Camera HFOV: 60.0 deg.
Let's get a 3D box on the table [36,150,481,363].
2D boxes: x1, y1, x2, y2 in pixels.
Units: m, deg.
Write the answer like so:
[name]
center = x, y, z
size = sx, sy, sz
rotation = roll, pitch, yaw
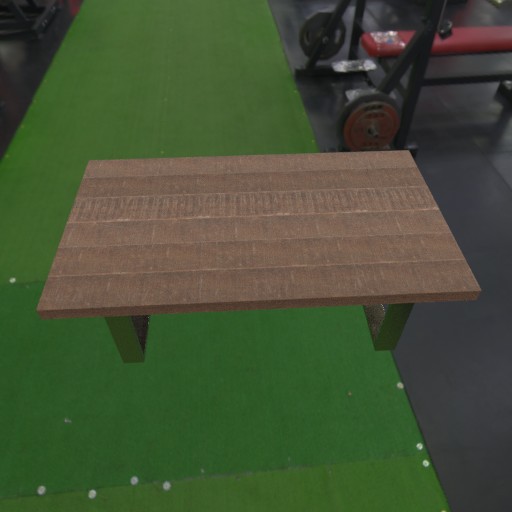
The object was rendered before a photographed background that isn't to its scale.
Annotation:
[table]
center = 0.000, 0.000, 1.822
size = 1.400, 0.440, 0.800
rotation = -2, 47, -2
